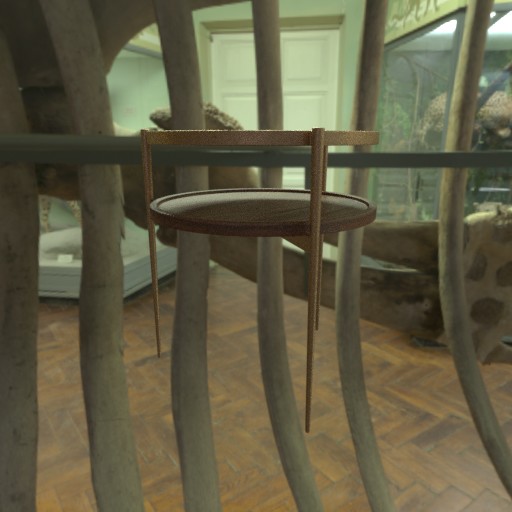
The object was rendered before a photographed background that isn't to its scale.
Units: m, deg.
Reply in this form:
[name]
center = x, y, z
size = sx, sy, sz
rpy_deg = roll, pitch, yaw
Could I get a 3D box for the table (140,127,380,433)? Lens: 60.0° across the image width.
[table]
center = 0.000, 0.000, 0.895
size = 0.456, 0.493, 0.430
rpy_deg = 3, 16, 9
